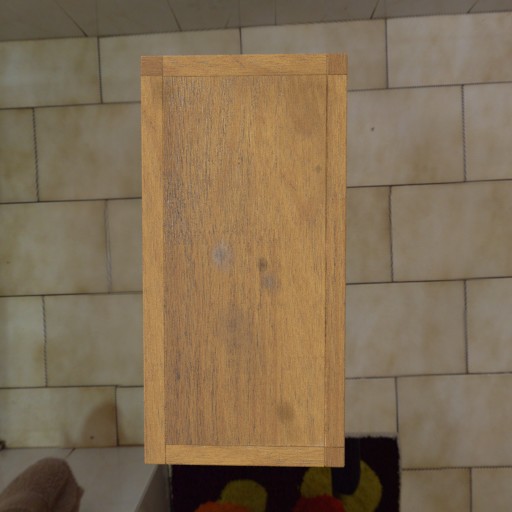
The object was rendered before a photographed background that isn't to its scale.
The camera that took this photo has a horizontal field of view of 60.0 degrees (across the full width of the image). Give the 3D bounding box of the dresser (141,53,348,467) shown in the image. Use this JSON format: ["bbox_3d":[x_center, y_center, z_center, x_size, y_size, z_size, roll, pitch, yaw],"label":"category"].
[{"bbox_3d":[0.000,0.000,1.265,0.427,0.804,0.804,0,92,2],"label":"dresser"}]
